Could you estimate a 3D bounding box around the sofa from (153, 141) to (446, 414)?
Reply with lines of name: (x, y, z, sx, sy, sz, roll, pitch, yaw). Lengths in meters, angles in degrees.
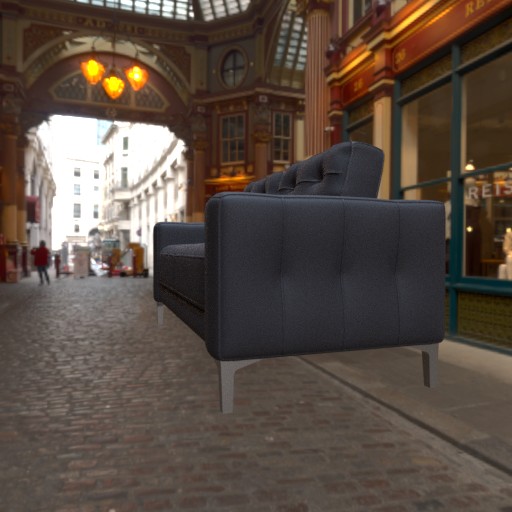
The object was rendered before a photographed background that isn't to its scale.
sofa: (0.000, 0.000, 2.189, 0.833, 0.893, 1.726, 0, 1, -19)
